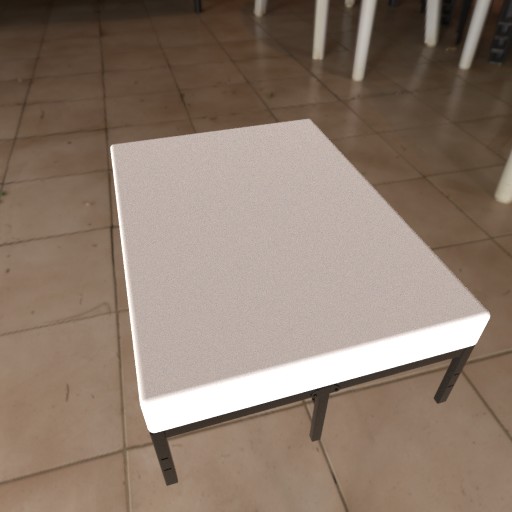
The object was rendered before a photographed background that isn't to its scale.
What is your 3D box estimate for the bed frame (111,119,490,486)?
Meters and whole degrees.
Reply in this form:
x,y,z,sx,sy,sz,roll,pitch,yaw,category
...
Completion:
x,y,z,sx,sy,sz,roll,pitch,yaw,category
0.000,0.000,2.543,1.408,0.659,1.956,-11,42,-13,bed frame
